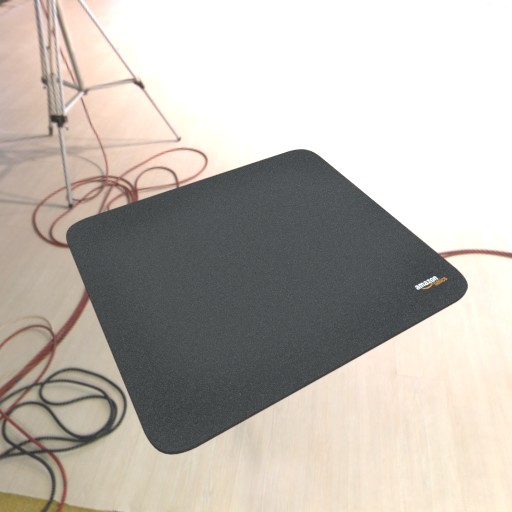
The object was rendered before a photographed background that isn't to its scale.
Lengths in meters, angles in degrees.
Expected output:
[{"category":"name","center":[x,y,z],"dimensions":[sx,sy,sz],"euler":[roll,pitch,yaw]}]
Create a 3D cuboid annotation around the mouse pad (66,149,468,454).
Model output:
[{"category":"mouse pad","center":[0.000,0.000,0.319],"dimensions":[0.229,0.003,0.203],"euler":[-23,50,-20]}]
